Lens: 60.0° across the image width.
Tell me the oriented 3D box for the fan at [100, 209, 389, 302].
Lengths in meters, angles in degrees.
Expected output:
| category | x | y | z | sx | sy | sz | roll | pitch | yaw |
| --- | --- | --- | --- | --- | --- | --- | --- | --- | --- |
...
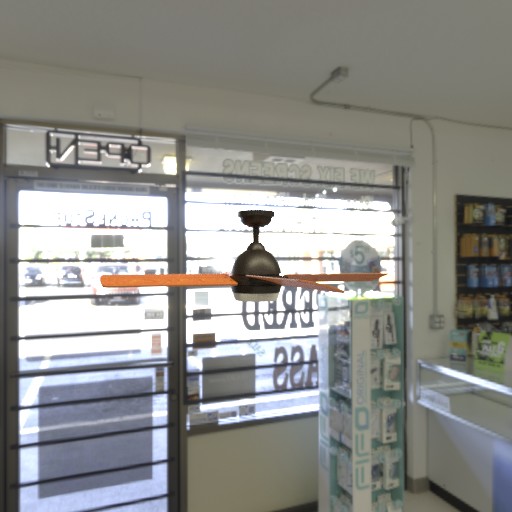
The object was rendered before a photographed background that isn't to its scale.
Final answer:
| category | x | y | z | sx | sy | sz | roll | pitch | yaw |
| --- | --- | --- | --- | --- | --- | --- | --- | --- | --- |
| fan | 0.000 | 0.000 | 2.008 | 1.332 | 0.403 | 1.332 | 0 | -1 | -19 |
